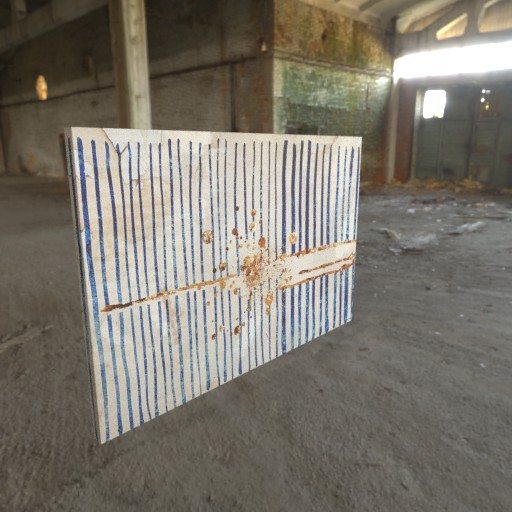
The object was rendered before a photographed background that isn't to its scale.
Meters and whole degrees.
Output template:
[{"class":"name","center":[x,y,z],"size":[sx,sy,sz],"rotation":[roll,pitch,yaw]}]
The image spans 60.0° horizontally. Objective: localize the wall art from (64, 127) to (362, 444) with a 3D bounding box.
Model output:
[{"class":"wall art","center":[0.000,0.000,1.422],"size":[0.038,0.757,1.143],"rotation":[13,19,43]}]
